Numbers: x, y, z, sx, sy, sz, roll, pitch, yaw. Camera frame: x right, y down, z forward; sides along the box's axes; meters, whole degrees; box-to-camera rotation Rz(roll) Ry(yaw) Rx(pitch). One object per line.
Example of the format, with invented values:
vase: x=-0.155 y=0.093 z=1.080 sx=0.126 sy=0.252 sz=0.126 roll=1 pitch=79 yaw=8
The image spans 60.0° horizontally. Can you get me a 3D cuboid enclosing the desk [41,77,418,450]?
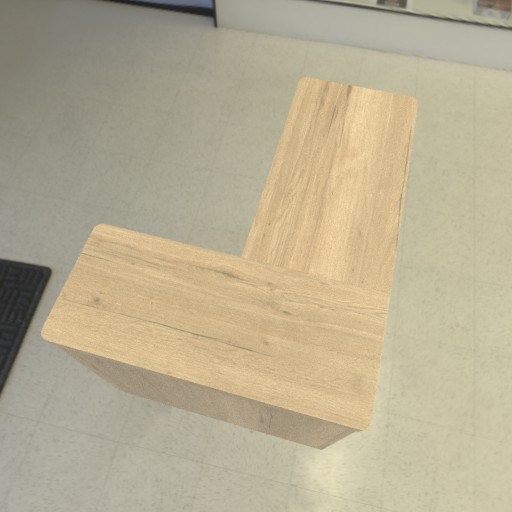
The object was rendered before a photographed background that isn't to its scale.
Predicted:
desk: x=0.000 y=0.000 z=1.734 sx=0.900 sy=0.760 sz=1.169 roll=14 pitch=63 yaw=7
